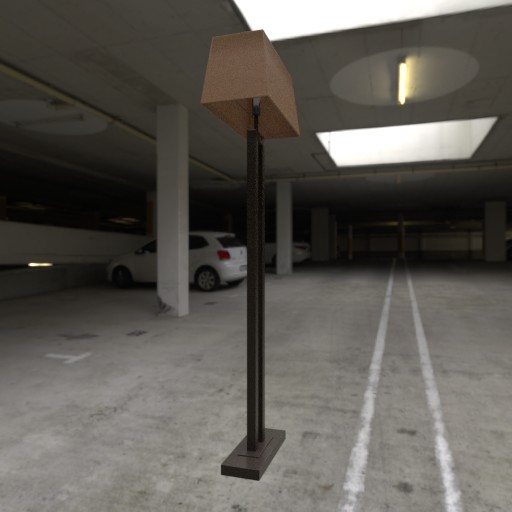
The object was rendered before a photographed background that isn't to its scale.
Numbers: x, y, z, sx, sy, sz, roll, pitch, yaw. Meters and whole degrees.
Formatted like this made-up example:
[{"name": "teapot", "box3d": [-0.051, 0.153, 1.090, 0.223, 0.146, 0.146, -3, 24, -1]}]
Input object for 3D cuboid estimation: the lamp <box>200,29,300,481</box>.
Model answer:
[{"name": "lamp", "box3d": [0.000, 0.000, 1.640, 0.233, 1.469, 0.475, 0, -1, 18]}]
